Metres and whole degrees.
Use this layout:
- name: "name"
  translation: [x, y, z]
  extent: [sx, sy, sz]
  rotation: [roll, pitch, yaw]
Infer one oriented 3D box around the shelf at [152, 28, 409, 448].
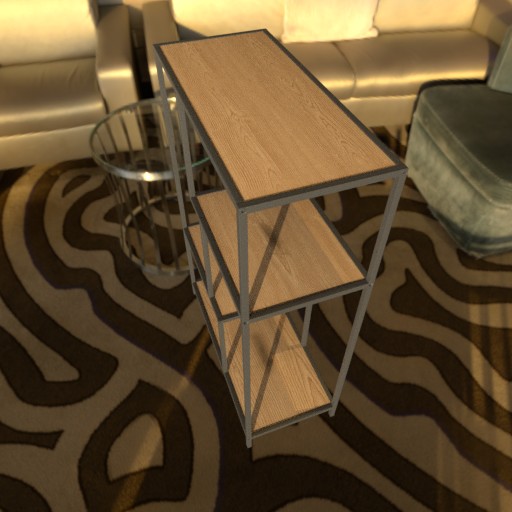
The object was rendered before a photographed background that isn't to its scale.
- name: "shelf"
  translation: [0.000, 0.000, 1.483]
  extent: [0.350, 1.138, 0.770]
  rotation: [-15, 49, -14]
